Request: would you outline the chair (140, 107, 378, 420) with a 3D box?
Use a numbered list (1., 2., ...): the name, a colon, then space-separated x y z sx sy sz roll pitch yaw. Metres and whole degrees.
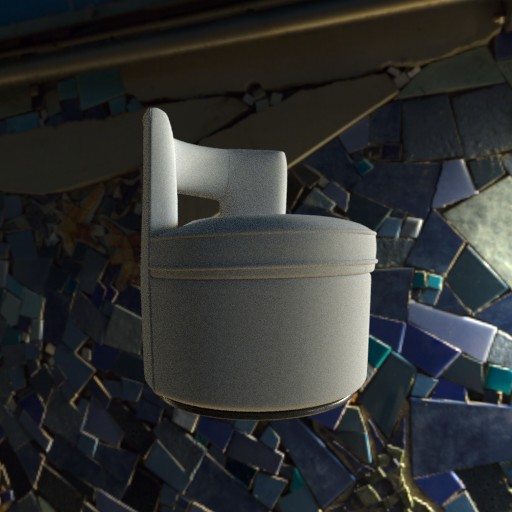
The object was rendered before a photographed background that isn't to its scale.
1. chair: 0.000 0.000 1.247 0.665 0.723 0.650 0 1 35
